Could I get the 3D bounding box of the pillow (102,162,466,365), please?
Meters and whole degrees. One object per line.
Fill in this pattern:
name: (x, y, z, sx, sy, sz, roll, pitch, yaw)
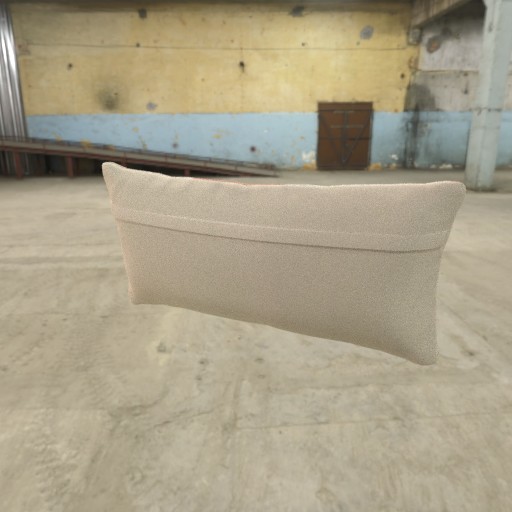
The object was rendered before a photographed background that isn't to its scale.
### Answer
pillow: (0.000, 0.000, 0.739, 0.609, 0.292, 0.155, 8, 18, 26)
